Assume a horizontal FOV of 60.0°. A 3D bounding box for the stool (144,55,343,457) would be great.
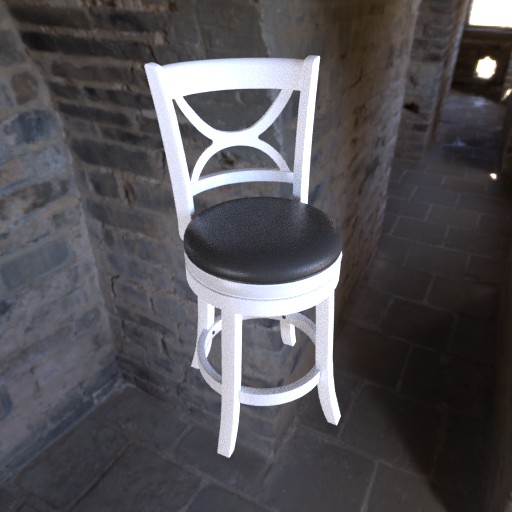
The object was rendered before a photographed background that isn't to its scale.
[{"bbox_3d":[0.000,0.000,1.209,0.444,0.953,0.508,-10,33,-16],"label":"stool"}]
